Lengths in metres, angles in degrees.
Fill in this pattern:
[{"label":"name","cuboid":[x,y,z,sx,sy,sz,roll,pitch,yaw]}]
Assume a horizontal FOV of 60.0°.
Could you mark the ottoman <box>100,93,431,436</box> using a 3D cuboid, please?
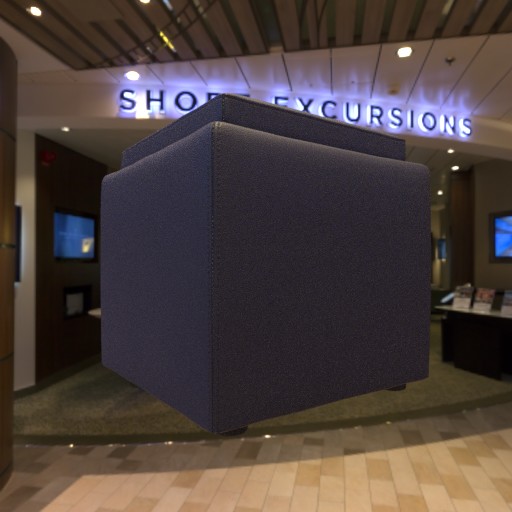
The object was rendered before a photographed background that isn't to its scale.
[{"label":"ottoman","cuboid":[0.000,0.000,0.818,0.450,0.460,0.451,0,-1,-36]}]
